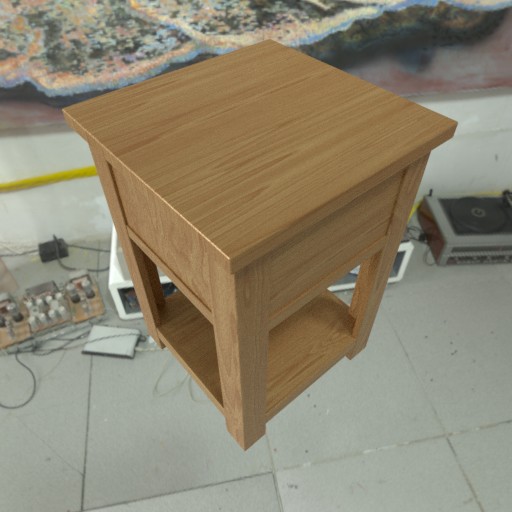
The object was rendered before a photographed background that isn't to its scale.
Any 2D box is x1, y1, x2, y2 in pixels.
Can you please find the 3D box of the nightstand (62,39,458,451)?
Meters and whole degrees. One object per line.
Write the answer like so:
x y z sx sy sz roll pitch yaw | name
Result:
0.000 0.000 0.886 0.428 0.614 0.418 -32 54 -27 | nightstand
